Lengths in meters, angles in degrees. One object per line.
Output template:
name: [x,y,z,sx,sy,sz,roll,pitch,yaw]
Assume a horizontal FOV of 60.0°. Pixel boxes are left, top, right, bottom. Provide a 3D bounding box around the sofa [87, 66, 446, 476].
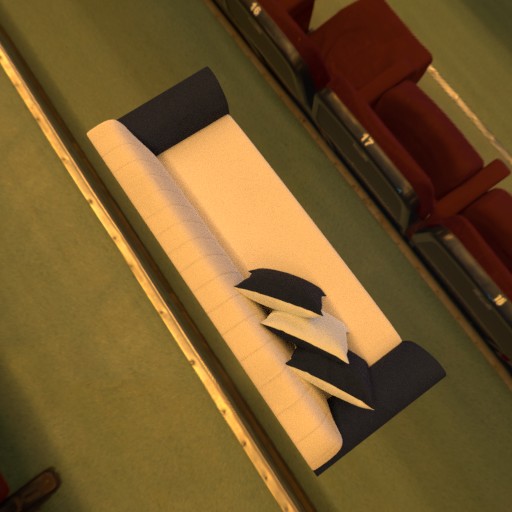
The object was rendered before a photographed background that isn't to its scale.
sofa: [0.000,0.000,2.341,0.749,0.789,2.006,-34,78,-8]
